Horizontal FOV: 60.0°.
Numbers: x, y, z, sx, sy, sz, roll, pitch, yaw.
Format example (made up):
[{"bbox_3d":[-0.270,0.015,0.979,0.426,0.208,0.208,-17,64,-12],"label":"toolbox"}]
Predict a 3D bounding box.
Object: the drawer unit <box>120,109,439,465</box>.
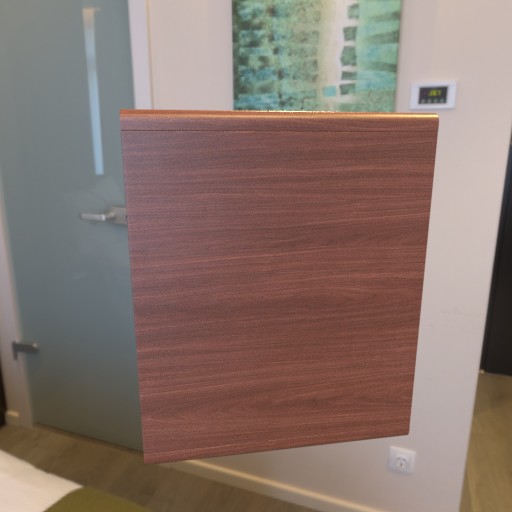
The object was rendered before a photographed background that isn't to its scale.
[{"bbox_3d":[0.000,0.000,0.601,0.290,0.351,0.349,-2,14,-9],"label":"drawer unit"}]
